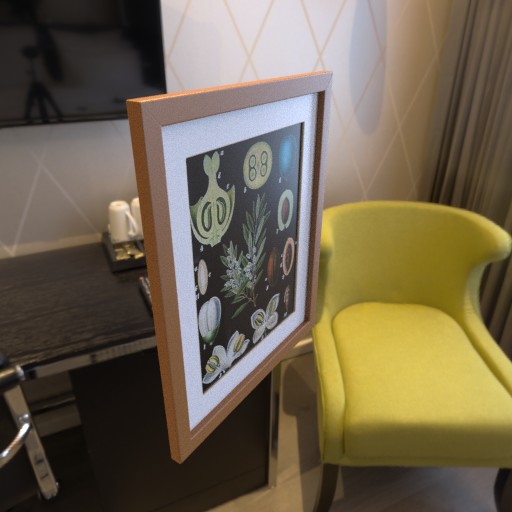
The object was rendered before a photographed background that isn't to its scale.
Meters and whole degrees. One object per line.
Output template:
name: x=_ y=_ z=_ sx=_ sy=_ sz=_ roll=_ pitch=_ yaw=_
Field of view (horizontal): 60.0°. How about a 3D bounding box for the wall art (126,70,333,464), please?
wall art: x=0.000 y=0.000 z=0.515 sx=0.015 sy=0.379 sz=0.310 roll=18 pitch=32 yaw=31
